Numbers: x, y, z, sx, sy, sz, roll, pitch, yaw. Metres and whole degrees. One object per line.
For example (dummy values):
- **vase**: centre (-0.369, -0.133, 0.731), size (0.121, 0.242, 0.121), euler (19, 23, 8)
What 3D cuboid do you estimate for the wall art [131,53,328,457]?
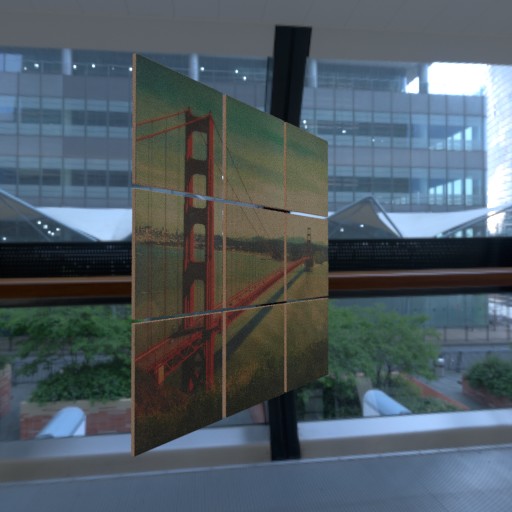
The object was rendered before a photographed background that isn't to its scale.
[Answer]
- **wall art**: centre (0.000, 0.000, 1.367), size (0.012, 0.910, 0.917), euler (-1, -1, 37)
